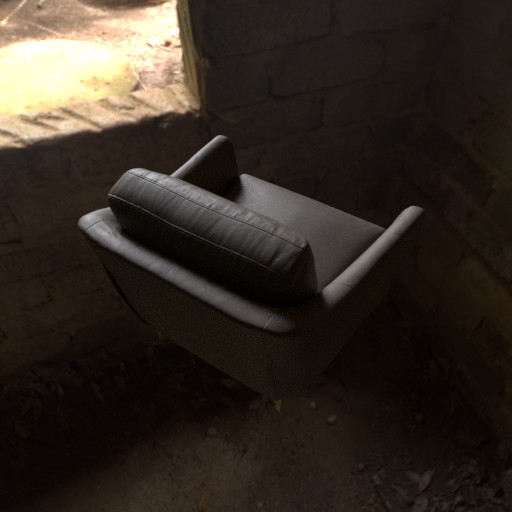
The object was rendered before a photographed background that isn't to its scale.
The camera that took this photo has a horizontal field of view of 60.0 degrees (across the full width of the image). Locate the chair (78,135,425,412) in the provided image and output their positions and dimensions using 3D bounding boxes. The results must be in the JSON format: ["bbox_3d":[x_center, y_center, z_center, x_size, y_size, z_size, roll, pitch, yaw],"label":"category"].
[{"bbox_3d":[0.000,0.000,1.741,0.988,0.901,0.961,25,52,22],"label":"chair"}]
